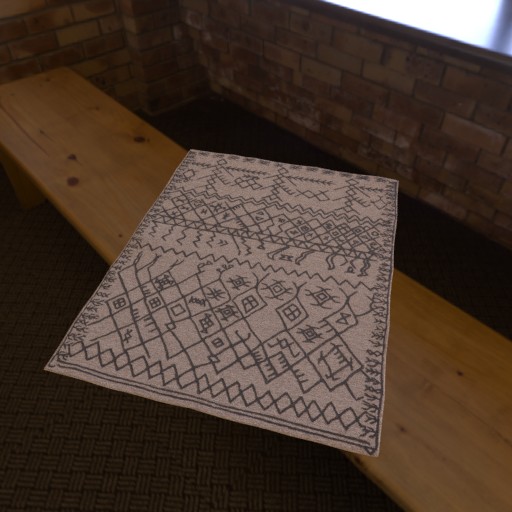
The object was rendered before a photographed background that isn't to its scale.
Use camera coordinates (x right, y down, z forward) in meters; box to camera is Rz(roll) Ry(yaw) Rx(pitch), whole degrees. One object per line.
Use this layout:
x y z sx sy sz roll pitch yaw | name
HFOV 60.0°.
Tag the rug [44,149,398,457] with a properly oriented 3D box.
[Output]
0.000 0.000 3.258 1.964 0.025 2.455 11 47 10 | rug
